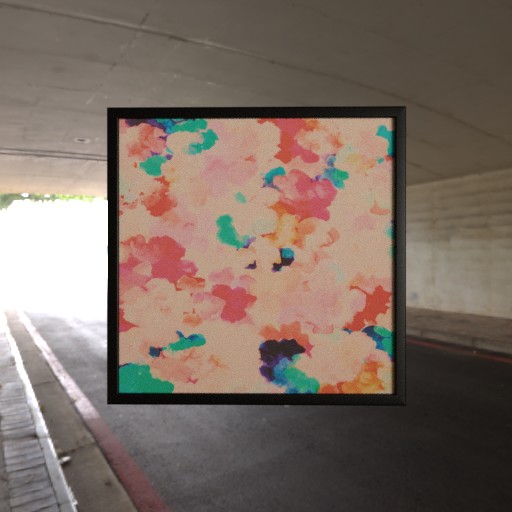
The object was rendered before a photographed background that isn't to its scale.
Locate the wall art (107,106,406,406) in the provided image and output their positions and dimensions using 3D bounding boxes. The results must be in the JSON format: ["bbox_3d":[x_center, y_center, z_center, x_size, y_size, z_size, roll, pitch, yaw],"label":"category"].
[{"bbox_3d":[0.000,0.000,1.139,0.756,0.755,0.036,0,0,1],"label":"wall art"}]
